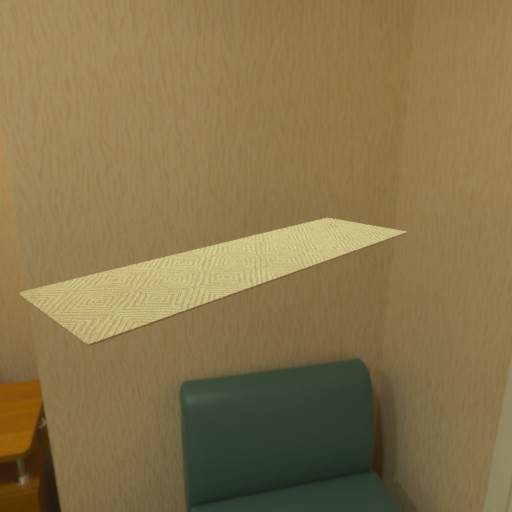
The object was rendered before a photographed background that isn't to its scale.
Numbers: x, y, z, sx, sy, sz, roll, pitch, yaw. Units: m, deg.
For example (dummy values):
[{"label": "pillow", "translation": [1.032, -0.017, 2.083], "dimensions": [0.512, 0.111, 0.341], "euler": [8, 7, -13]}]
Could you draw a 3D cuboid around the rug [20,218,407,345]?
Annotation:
[{"label": "rug", "translation": [0.000, 0.000, 2.489], "dimensions": [0.676, 0.008, 2.277], "euler": [16, 23, 42]}]
